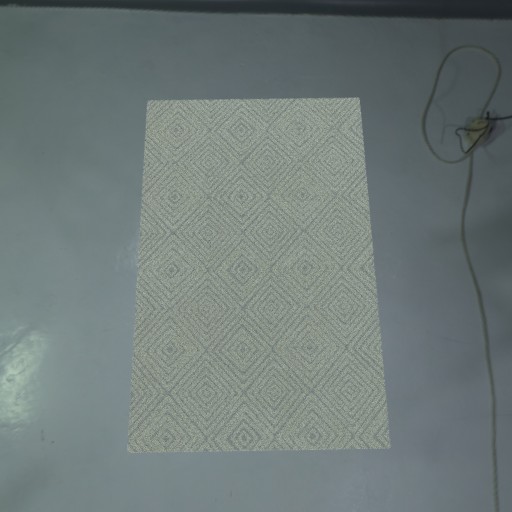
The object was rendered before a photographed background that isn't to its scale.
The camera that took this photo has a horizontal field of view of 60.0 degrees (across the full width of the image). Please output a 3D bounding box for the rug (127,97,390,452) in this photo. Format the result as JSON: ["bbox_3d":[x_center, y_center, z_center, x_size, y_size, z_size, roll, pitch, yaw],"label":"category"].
[{"bbox_3d":[0.000,0.000,2.160,1.143,0.008,1.753,-1,75,0],"label":"rug"}]
